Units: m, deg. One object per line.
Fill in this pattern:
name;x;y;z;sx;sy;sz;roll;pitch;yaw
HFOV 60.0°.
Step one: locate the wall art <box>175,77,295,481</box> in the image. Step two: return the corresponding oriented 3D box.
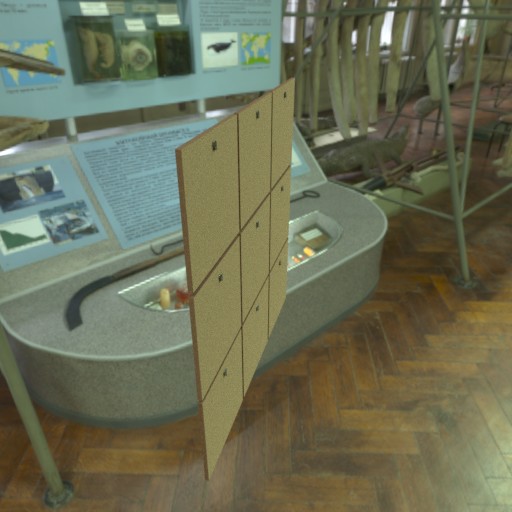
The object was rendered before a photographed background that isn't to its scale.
wall art;0.000;0.000;1.823;0.024;1.218;1.221;8;30;14
